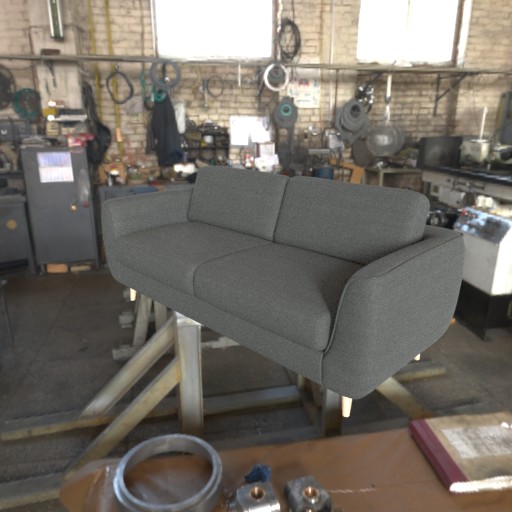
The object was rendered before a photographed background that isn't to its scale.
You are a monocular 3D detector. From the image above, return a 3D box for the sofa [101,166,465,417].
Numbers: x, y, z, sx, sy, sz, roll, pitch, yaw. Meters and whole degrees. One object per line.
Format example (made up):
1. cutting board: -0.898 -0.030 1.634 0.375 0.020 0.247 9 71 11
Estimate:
1. sofa: 0.000 0.000 2.465 0.920 0.850 2.000 -17 24 -42
